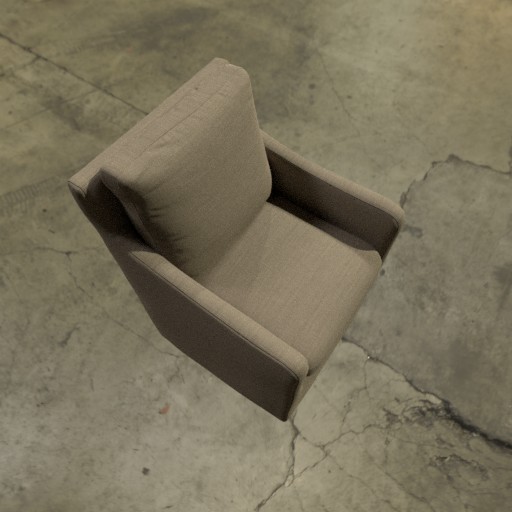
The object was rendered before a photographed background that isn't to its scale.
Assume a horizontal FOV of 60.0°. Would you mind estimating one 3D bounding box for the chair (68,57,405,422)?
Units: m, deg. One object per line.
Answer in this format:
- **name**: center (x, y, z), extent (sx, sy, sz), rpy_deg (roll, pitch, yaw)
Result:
- **chair**: center (0.000, 0.000, 1.395), extent (0.694, 0.914, 0.626), rpy_deg (31, 64, 17)
